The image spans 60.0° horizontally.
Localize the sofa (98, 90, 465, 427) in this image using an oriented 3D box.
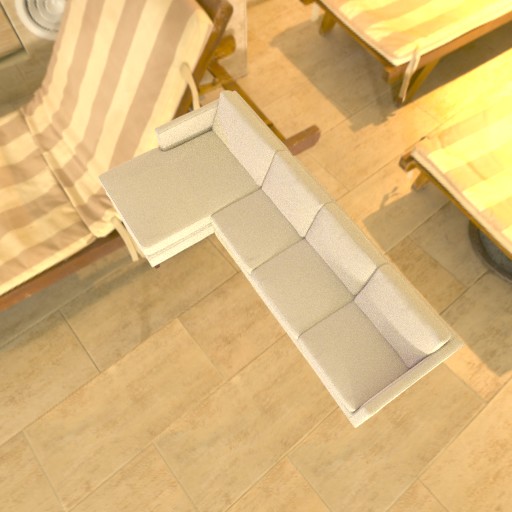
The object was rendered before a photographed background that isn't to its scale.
[{"bbox_3d":[0.000,0.000,3.901,1.625,0.846,3.186,-31,66,-15],"label":"sofa"}]
